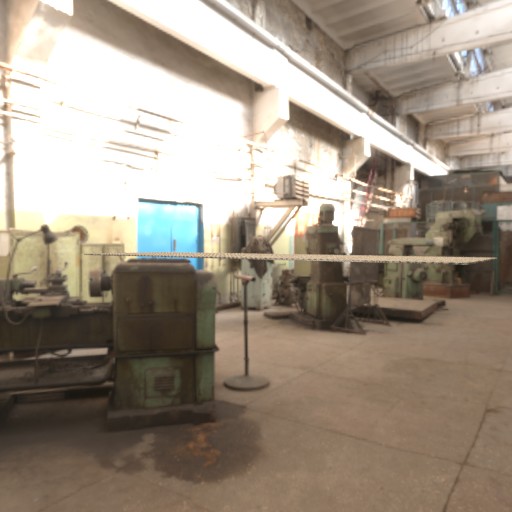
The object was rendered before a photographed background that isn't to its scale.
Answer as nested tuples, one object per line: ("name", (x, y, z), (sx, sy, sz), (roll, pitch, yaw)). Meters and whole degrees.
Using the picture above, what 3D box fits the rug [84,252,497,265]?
("rug", (0.000, 0.000, 2.457), (2.286, 0.008, 0.686), (1, 2, 36))
